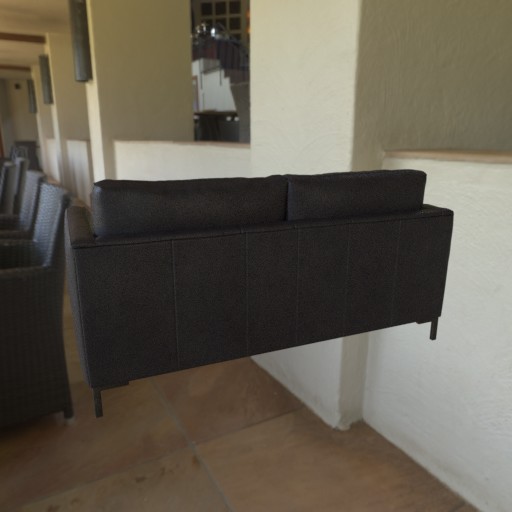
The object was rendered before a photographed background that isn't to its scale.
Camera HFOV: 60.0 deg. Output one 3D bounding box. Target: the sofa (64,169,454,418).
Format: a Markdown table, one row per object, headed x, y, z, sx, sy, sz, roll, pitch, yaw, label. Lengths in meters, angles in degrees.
| x | y | z | sx | sy | sz | roll | pitch | yaw | label |
| --- | --- | --- | --- | --- | --- | --- | --- | --- | --- |
| 0.000 | 0.000 | 2.275 | 1.805 | 0.883 | 0.947 | -7 | 16 | -25 | sofa |
